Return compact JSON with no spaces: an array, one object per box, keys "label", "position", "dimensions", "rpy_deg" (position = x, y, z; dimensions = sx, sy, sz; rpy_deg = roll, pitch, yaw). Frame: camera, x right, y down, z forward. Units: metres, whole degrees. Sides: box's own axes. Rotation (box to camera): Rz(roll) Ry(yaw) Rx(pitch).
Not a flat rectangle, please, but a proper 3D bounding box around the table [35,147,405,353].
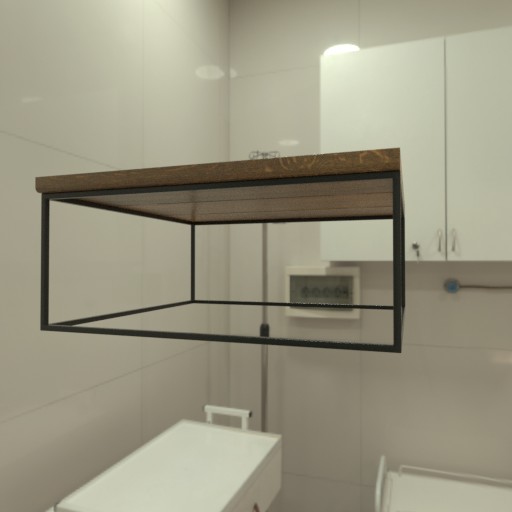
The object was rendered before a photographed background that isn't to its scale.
[{"label":"table","position":[0.000,0.000,1.424],"dimensions":[0.900,0.400,0.900],"rpy_deg":[0,-1,19]}]
